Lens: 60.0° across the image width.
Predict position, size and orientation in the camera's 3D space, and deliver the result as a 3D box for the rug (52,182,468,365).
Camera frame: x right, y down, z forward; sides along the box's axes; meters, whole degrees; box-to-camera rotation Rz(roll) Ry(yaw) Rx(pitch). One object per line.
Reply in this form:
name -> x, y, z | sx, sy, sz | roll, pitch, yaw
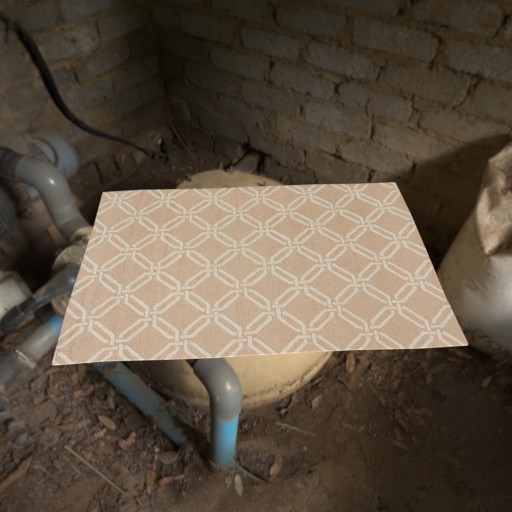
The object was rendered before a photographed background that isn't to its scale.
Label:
rug -> 0.000, 0.000, 2.229 | 1.745, 0.010, 1.146 | -2, 46, -2
